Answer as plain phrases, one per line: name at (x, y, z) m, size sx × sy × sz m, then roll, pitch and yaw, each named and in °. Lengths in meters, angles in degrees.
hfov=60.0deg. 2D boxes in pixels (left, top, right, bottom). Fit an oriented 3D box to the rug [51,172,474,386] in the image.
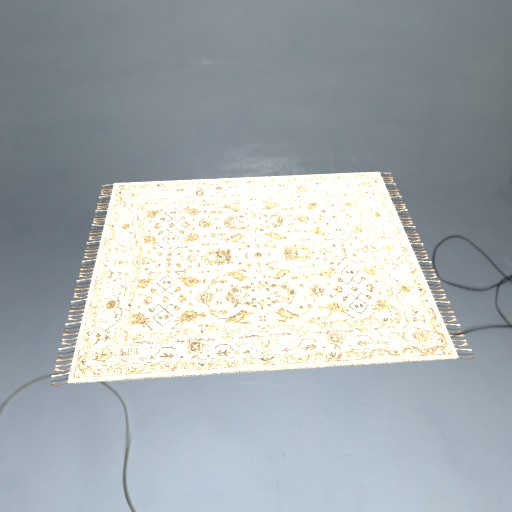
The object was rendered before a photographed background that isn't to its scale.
rug at (0.000, 0.000, 2.220) m, size 1.726 × 0.009 × 1.278 m, roll -3°, pitch 47°, yaw -3°
